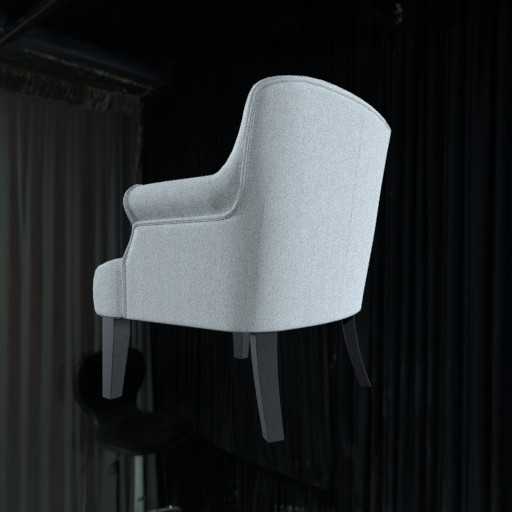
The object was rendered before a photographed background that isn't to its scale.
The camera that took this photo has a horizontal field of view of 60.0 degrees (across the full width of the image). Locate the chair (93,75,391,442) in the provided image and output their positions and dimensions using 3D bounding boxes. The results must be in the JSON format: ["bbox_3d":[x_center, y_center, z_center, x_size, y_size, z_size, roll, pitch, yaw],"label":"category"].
[{"bbox_3d":[0.000,0.000,1.438,0.750,0.875,0.781,0,1,37],"label":"chair"}]
